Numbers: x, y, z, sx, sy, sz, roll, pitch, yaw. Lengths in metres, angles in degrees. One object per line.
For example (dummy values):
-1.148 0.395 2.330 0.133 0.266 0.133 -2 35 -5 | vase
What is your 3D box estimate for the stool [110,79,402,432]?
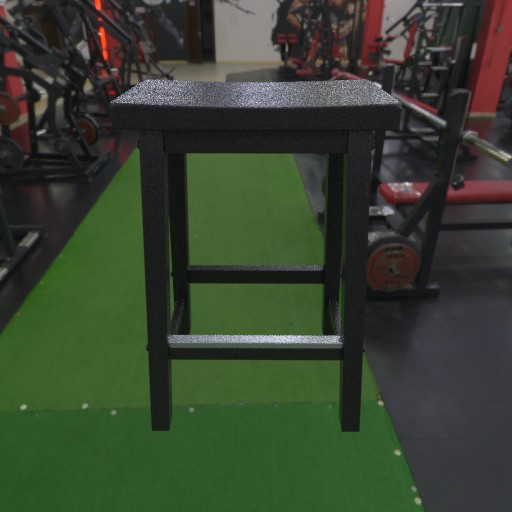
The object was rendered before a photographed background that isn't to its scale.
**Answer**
0.000 0.000 0.856 0.406 0.610 0.322 0 29 0 | stool
